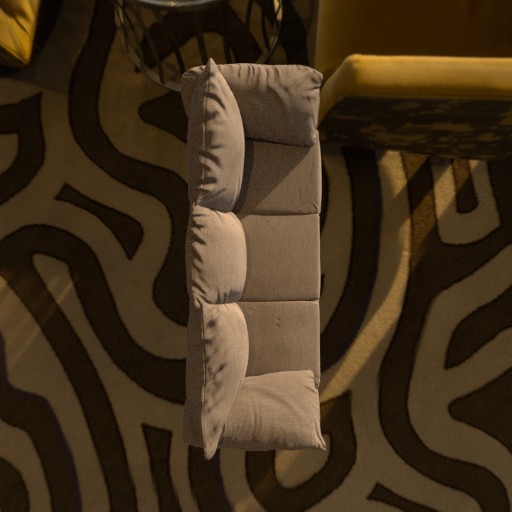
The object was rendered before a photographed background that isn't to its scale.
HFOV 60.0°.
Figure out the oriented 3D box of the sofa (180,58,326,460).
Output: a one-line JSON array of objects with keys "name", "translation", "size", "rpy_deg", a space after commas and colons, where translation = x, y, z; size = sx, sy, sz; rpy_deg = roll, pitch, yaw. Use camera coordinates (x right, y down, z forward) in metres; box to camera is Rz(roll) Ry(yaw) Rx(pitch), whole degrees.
[{"name": "sofa", "translation": [0.000, 0.000, 2.916], "size": [0.927, 1.043, 2.390], "rpy_deg": [0, 89, -1]}]
